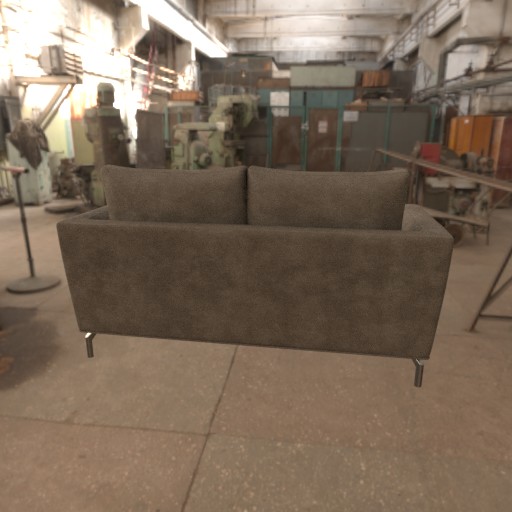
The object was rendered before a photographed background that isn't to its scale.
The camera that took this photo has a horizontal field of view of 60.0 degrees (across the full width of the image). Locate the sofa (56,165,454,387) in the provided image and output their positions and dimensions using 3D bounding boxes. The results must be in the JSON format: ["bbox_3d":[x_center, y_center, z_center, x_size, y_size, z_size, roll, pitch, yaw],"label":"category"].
[{"bbox_3d":[0.000,0.000,2.444,1.832,1.013,0.855,3,16,9],"label":"sofa"}]
